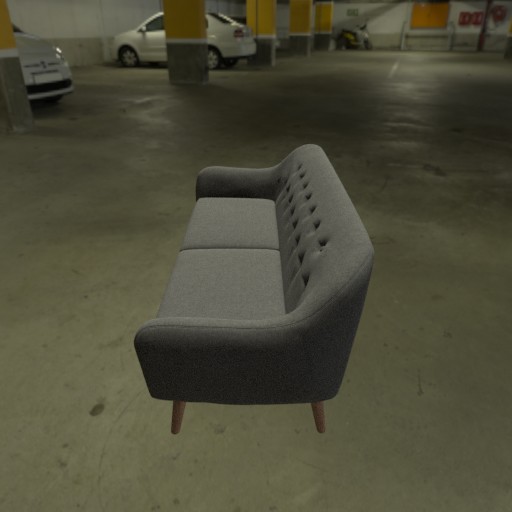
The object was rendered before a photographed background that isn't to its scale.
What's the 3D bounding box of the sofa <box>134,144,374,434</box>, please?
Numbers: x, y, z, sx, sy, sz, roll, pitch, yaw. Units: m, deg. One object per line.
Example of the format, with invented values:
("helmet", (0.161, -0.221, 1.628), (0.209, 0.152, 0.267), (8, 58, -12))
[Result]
("sofa", (0.000, 0.000, 2.273), (0.820, 0.820, 1.840), (0, 27, 0))
